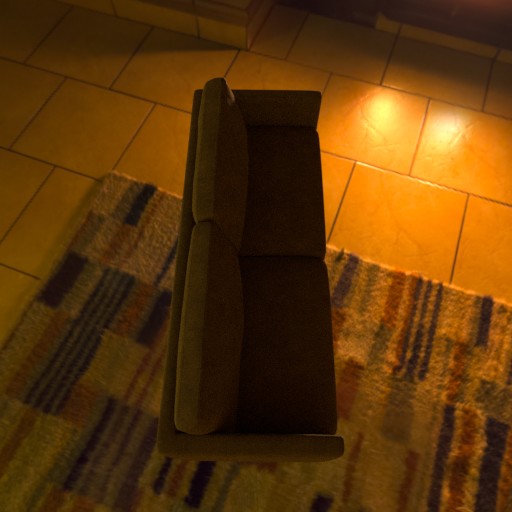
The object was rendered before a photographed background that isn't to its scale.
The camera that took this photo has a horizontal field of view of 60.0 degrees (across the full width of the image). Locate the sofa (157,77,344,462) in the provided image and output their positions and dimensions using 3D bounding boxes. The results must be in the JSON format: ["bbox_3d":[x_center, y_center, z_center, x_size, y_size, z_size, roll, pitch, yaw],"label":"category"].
[{"bbox_3d":[0.000,0.000,2.905,0.951,0.965,2.434,1,63,0],"label":"sofa"}]
